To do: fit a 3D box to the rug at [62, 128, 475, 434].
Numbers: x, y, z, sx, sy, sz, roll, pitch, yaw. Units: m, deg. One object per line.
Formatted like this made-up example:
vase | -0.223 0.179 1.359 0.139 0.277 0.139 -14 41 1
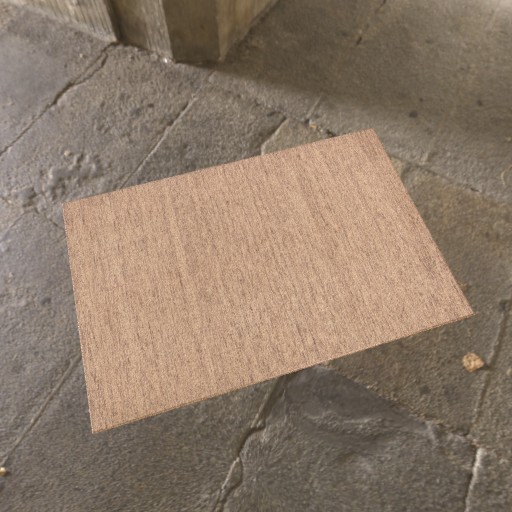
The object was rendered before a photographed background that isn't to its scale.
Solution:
rug | 0.000 0.000 2.284 1.840 0.013 1.225 -15 65 -7
